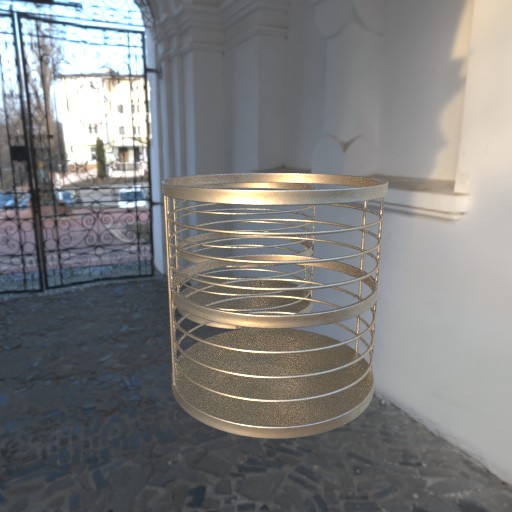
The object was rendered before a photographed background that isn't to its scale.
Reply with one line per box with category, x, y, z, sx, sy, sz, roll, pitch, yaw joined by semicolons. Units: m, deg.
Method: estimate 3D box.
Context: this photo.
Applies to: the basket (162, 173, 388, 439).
basket;0.000;0.000;0.945;0.356;0.351;0.746;-2;14;-8
